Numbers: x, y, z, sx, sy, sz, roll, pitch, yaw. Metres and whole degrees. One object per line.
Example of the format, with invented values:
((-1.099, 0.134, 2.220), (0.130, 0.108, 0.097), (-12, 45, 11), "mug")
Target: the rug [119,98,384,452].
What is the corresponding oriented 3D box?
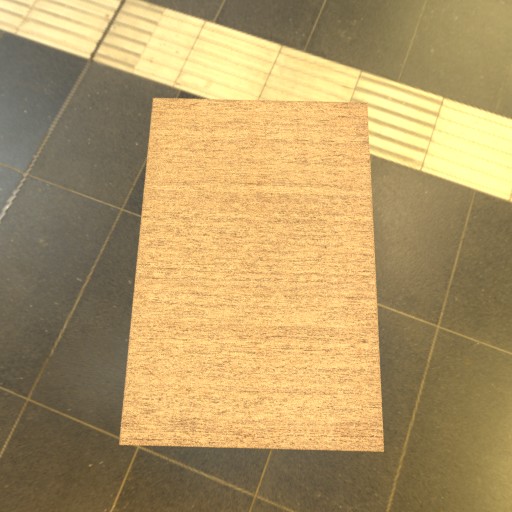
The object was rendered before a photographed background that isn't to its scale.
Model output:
((0.000, 0.000, 2.288), (1.225, 0.013, 1.840), (1, 75, 0), "rug")
